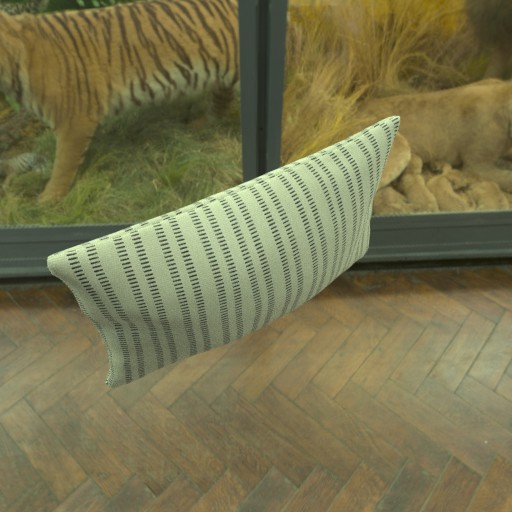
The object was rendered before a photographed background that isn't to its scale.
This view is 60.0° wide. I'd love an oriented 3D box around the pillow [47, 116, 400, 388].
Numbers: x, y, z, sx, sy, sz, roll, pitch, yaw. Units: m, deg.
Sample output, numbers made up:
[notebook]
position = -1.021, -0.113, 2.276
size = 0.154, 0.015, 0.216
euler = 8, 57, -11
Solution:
[pillow]
position = 0.000, 0.000, 0.801
size = 0.640, 0.353, 0.210
euler = -26, 53, -22
